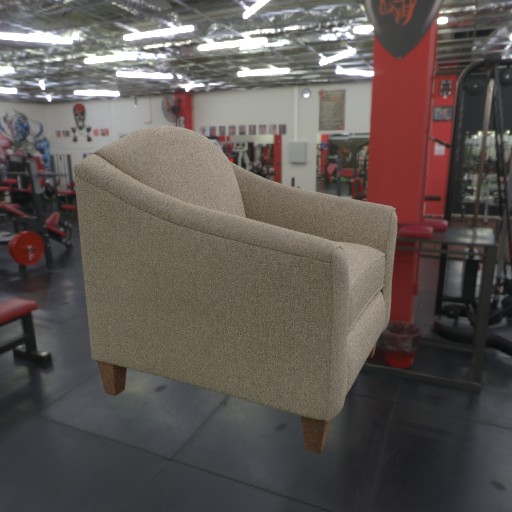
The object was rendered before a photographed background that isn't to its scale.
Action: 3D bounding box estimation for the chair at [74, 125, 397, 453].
[{"bbox_3d":[0.000,0.000,1.460,0.787,0.839,0.763,7,15,26],"label":"chair"}]
